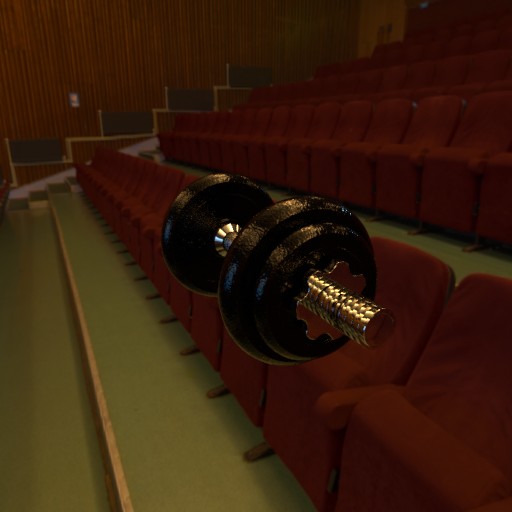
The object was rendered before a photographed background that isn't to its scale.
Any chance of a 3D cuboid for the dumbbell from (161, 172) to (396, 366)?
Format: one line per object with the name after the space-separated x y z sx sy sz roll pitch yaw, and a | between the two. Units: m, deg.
0.000 0.000 0.611 0.202 0.202 0.497 -9 19 -25 | dumbbell
